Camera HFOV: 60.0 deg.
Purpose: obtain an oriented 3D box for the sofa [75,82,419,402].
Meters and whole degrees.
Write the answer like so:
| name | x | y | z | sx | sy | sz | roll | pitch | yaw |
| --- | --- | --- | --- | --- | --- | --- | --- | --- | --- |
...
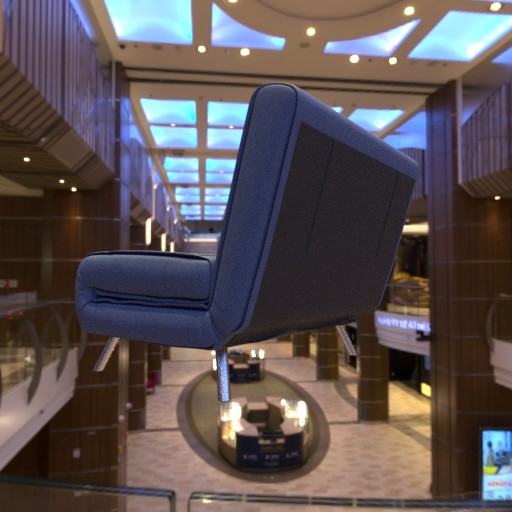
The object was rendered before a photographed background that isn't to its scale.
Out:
| name | x | y | z | sx | sy | sz | roll | pitch | yaw |
| --- | --- | --- | --- | --- | --- | --- | --- | --- | --- |
| sofa | 0.000 | 0.000 | 1.759 | 0.996 | 0.860 | 0.999 | -2 | -3 | 37 |
